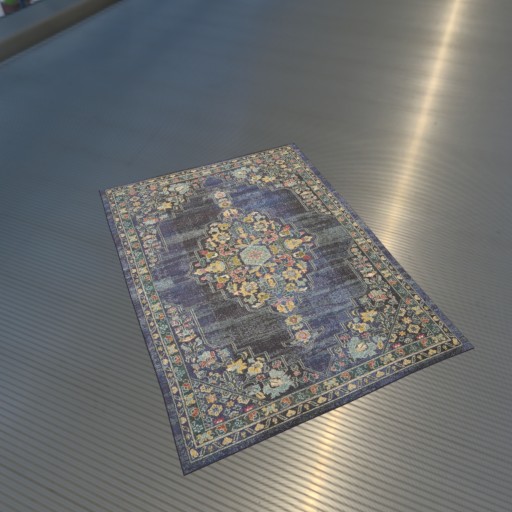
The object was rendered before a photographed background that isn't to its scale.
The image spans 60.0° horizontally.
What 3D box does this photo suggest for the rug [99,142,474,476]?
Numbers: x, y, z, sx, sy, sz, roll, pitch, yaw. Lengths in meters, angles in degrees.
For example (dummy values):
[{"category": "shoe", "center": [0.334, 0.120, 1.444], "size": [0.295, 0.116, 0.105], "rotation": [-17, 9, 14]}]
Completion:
[{"category": "rug", "center": [0.000, 0.000, 4.730], "size": [2.716, 0.035, 3.612], "rotation": [-17, 49, -16]}]
